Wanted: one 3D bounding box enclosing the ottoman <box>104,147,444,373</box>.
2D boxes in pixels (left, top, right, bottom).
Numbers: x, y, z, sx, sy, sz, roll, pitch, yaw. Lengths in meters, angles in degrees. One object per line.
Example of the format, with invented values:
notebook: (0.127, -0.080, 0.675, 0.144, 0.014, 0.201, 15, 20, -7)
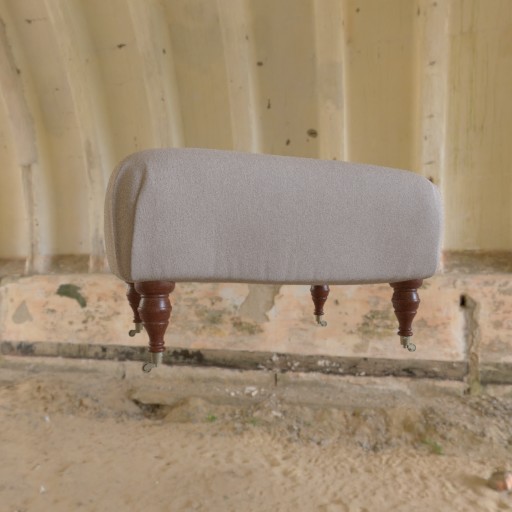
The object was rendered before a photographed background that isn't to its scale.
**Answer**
ottoman: (0.000, 0.000, 1.149, 0.746, 0.450, 0.622, 0, -1, -19)
